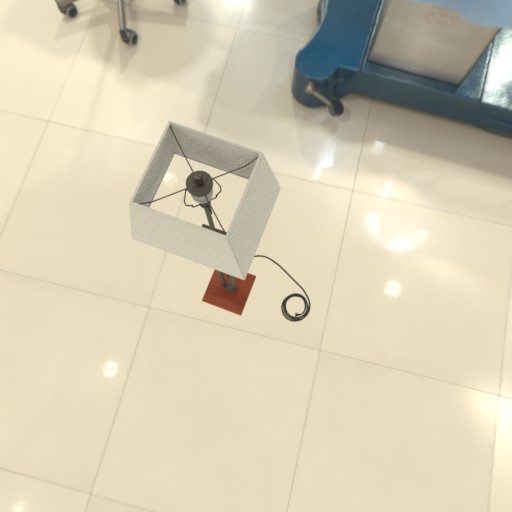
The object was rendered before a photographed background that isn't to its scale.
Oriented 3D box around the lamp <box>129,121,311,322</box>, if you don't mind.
[{"bbox_3d":[0.000,0.000,2.085,0.745,1.712,0.472,20,76,5],"label":"lamp"}]
